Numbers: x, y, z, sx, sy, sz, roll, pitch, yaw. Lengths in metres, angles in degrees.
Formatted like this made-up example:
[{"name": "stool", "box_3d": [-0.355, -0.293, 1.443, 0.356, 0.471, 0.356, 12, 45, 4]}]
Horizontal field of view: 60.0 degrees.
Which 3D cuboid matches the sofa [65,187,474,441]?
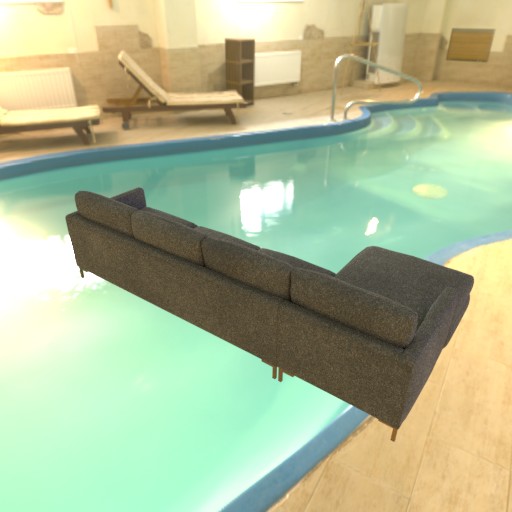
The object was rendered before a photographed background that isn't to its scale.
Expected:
[{"name": "sofa", "box_3d": [0.000, 0.000, 3.433, 2.932, 0.810, 1.350, 20, 36, 30]}]
